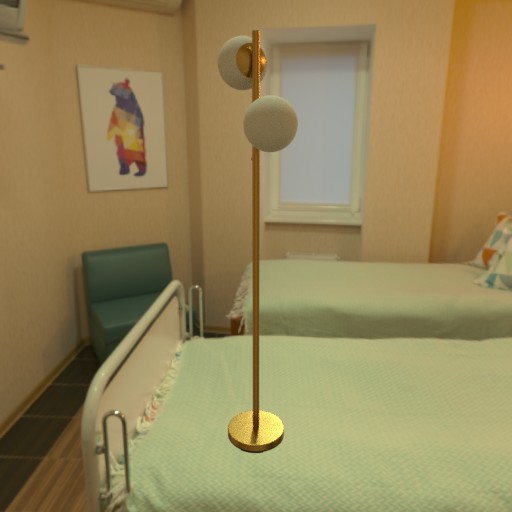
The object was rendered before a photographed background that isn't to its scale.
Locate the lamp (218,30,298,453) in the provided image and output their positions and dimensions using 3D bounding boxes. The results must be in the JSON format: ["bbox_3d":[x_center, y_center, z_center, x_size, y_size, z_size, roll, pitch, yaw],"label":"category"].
[{"bbox_3d":[0.000,0.000,1.763,0.249,1.641,0.419,-7,16,-25],"label":"lamp"}]
